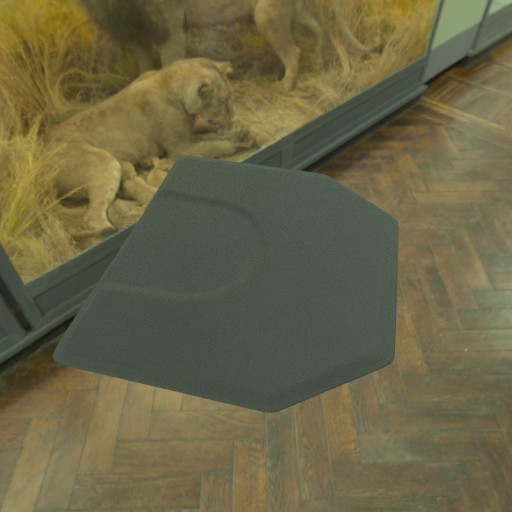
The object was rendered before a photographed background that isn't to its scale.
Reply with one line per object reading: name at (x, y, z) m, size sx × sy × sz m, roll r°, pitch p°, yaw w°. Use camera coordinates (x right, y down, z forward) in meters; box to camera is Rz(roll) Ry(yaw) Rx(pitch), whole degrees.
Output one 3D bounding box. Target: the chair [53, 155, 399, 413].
chair at (0.000, 0.000, 1.956) m, size 1.219 × 0.024 × 1.372 m, roll 10°, pitch 47°, yaw 9°
